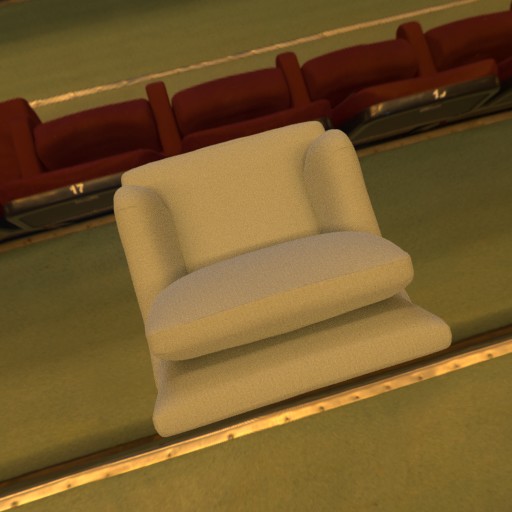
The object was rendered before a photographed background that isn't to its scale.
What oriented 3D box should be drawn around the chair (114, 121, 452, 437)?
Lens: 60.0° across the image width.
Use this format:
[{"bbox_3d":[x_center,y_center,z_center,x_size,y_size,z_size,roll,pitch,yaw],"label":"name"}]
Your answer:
[{"bbox_3d":[0.000,0.000,1.805,0.955,1.038,1.070,-16,76,-4],"label":"chair"}]
